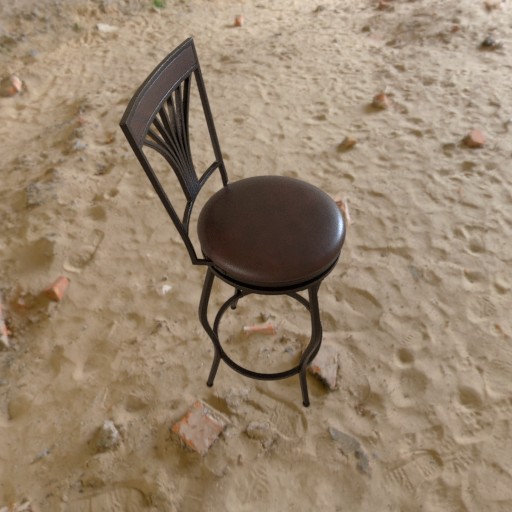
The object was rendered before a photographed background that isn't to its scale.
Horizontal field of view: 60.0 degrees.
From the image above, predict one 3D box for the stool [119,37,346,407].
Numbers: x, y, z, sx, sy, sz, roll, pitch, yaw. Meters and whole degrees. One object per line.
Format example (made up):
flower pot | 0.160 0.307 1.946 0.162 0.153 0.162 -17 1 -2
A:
stool | 0.000 0.000 1.384 0.514 1.117 0.433 9 48 8
